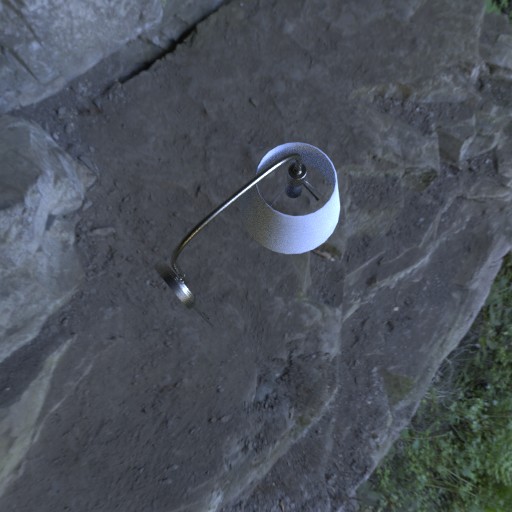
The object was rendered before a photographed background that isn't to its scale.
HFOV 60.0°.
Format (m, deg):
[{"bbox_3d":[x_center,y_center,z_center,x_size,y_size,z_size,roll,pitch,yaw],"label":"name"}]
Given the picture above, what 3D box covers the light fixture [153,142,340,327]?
[{"bbox_3d":[0.000,0.000,0.480,0.176,0.399,0.092,-40,79,-10],"label":"light fixture"}]
